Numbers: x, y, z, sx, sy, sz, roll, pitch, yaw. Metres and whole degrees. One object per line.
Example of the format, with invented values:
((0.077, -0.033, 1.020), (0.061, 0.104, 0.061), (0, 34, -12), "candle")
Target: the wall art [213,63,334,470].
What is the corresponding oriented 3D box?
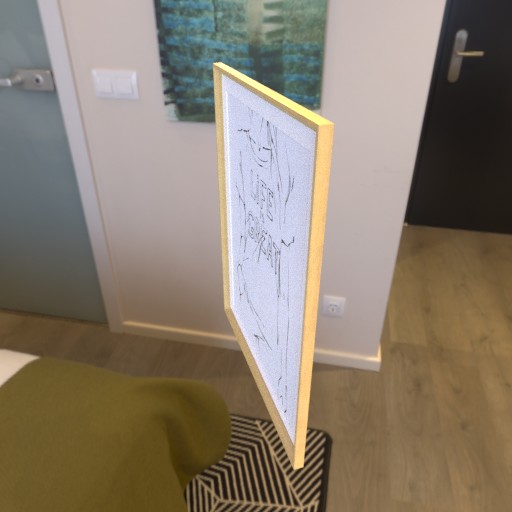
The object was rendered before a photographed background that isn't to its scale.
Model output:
((0.000, 0.000, 1.368), (0.030, 1.002, 0.798), (-10, 32, -16), "wall art")
